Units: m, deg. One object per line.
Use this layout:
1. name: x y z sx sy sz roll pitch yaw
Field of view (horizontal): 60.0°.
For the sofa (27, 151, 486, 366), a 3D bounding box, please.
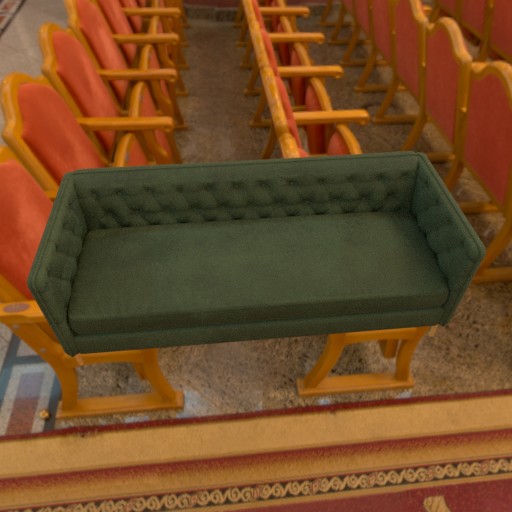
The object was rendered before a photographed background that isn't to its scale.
1. sofa: 0.000 0.000 2.618 2.209 0.771 0.895 -4 46 -4
